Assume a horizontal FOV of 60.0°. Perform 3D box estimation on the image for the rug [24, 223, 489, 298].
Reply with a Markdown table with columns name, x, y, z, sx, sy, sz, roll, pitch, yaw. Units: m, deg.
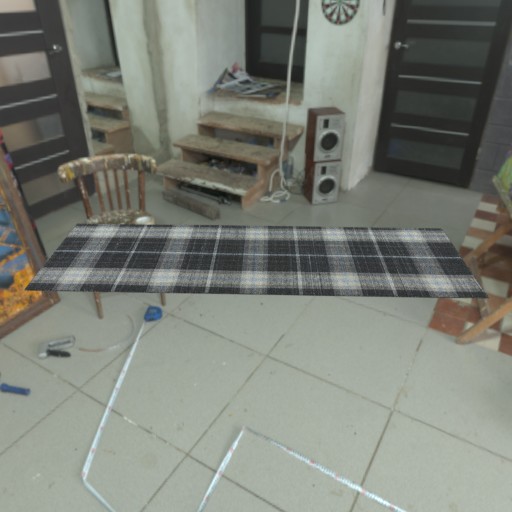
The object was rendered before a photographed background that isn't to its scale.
| name | x | y | z | sx | sy | sz | roll | pitch | yaw |
| --- | --- | --- | --- | --- | --- | --- | --- | --- | --- |
| rug | 0.000 | 0.000 | 2.632 | 2.434 | 0.012 | 0.760 | 1 | 32 | 1 |
